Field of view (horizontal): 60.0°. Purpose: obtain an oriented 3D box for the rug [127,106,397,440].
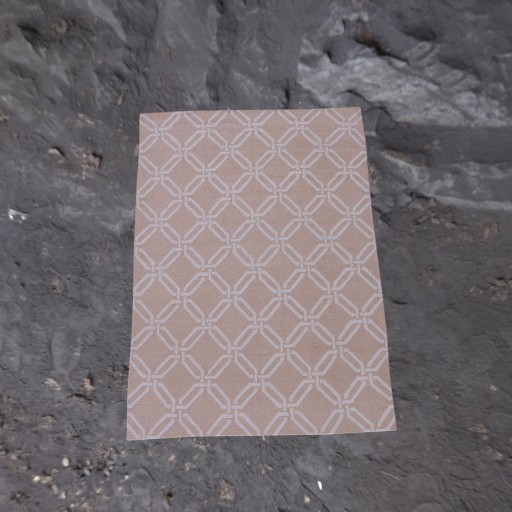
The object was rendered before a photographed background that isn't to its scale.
[{"bbox_3d":[0.000,0.000,4.424,2.452,0.020,3.365,-2,74,-1],"label":"rug"}]
